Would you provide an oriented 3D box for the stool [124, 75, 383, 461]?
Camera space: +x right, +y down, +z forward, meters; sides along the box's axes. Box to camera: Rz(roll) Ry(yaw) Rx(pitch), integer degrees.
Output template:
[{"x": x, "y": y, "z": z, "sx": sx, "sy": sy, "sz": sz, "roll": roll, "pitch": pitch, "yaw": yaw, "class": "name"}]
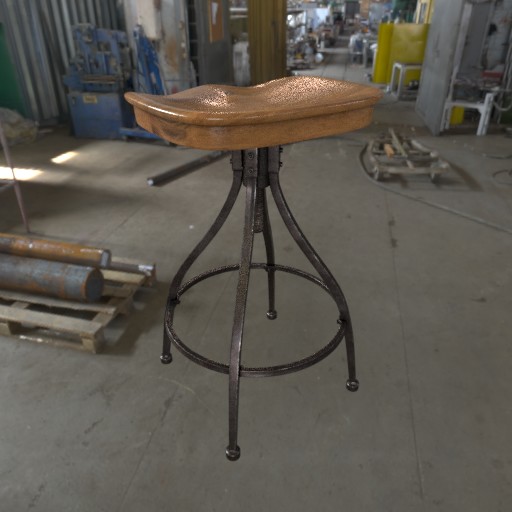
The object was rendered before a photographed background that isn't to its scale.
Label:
[{"x": 0.000, "y": 0.000, "z": 0.972, "sx": 0.432, "sy": 0.694, "sz": 0.424, "roll": -18, "pitch": 34, "yaw": -29, "class": "stool"}]
